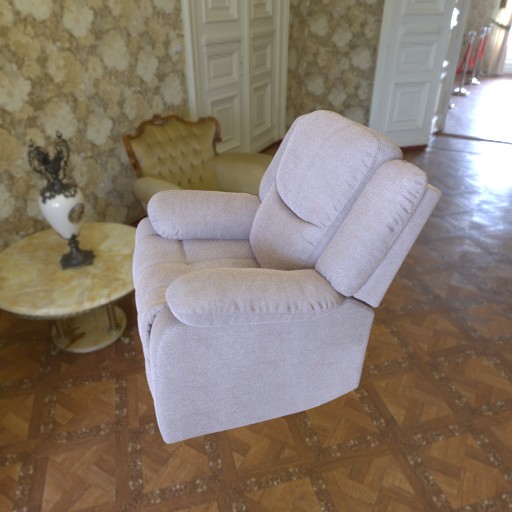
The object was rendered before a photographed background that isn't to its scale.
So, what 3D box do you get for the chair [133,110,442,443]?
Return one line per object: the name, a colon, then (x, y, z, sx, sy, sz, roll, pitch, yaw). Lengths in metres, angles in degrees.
chair: (0.000, 0.000, 1.720, 0.944, 1.008, 0.899, -8, 31, -14)
